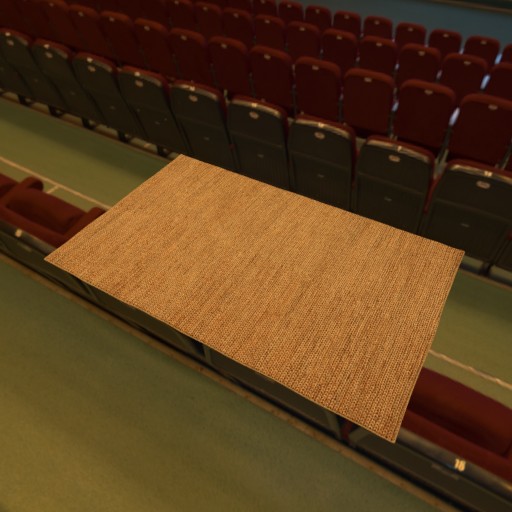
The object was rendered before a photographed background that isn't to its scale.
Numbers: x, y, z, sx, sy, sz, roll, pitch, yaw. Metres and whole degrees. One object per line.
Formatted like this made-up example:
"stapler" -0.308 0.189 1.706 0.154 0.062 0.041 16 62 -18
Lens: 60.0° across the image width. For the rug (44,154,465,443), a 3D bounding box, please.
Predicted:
"rug" 0.000 0.000 3.020 2.438 0.034 1.521 23 49 21
